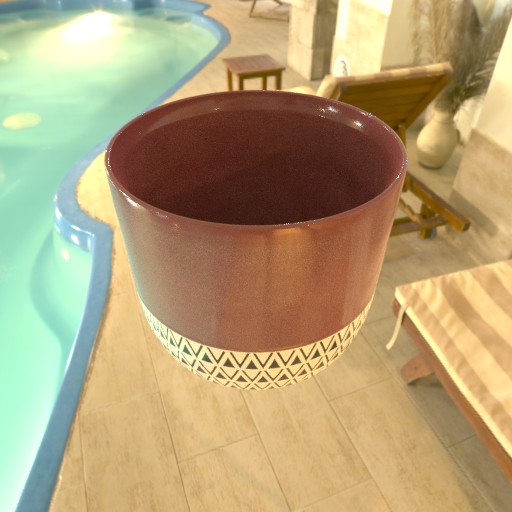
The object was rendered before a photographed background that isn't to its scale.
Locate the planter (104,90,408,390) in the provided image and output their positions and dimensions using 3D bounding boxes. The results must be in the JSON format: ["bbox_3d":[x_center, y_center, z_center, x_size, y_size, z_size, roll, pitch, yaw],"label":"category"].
[{"bbox_3d":[0.000,0.000,0.486,0.266,0.270,0.266,0,40,0],"label":"planter"}]
